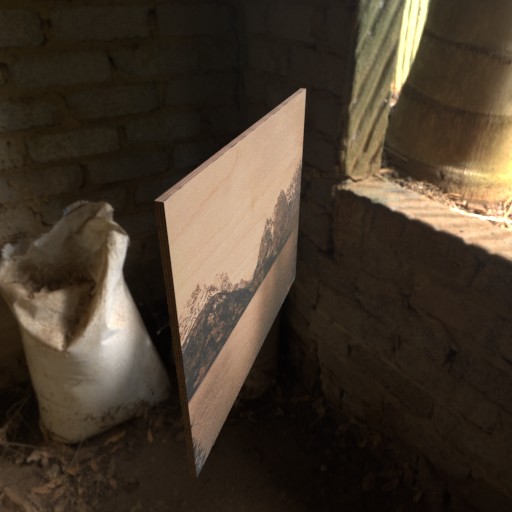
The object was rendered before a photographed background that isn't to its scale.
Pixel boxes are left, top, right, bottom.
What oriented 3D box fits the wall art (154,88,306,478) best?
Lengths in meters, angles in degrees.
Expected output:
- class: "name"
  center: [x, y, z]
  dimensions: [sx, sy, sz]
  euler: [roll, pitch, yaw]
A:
- class: "wall art"
  center: [0.000, 0.000, 0.697]
  dimensions: [0.010, 0.408, 0.508]
  euler: [11, 33, 16]
